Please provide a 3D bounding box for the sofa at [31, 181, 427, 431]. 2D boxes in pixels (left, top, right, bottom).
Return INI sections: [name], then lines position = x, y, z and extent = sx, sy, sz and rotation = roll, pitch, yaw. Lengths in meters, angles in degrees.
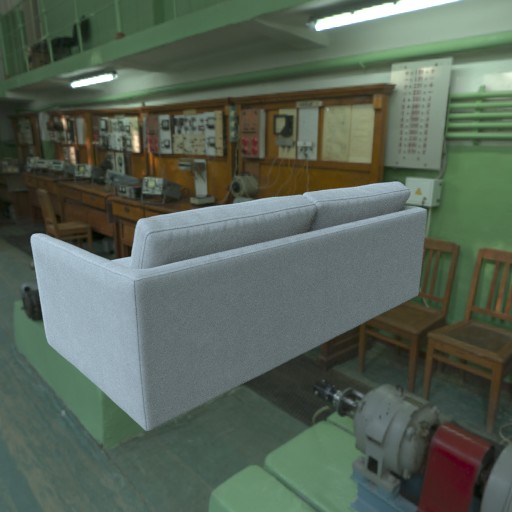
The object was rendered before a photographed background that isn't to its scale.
[sofa]
position = 0.000, 0.000, 2.731
extent = 2.588, 0.838, 1.090
rotation = -14, 21, -42
